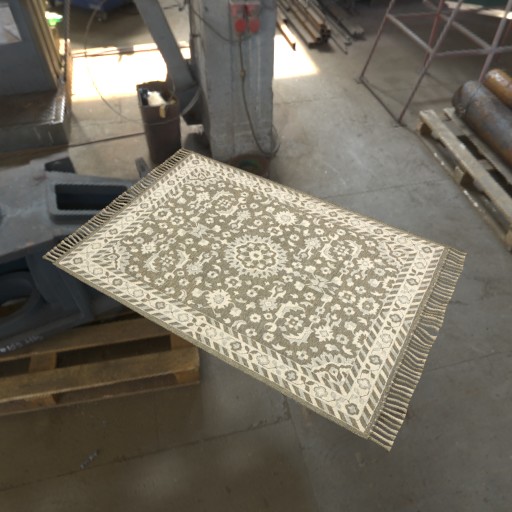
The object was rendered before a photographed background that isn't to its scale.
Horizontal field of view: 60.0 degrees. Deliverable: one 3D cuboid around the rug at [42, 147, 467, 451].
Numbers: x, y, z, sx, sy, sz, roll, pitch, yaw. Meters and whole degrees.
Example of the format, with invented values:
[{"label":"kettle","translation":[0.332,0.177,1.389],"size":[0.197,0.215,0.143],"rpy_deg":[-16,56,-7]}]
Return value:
[{"label":"rug","translation":[0.000,0.000,2.968],"size":[2.431,0.025,1.530],"rpy_deg":[24,51,21]}]
